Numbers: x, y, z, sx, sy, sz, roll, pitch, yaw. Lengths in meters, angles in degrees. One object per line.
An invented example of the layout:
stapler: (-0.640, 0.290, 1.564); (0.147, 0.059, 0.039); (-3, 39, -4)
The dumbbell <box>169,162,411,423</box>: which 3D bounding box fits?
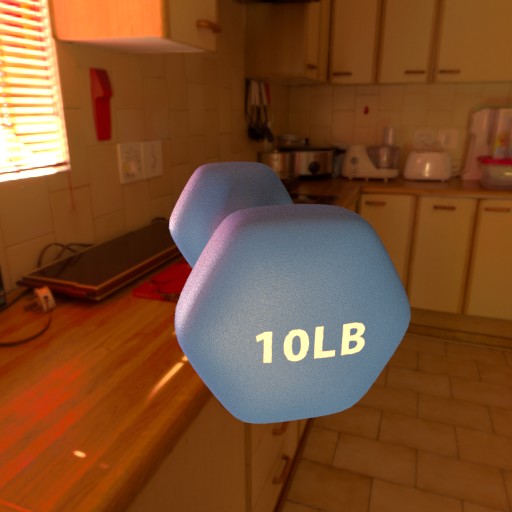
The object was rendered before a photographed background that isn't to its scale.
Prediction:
dumbbell: (0.000, 0.000, 0.268); (0.103, 0.093, 0.212); (-3, 19, -10)
